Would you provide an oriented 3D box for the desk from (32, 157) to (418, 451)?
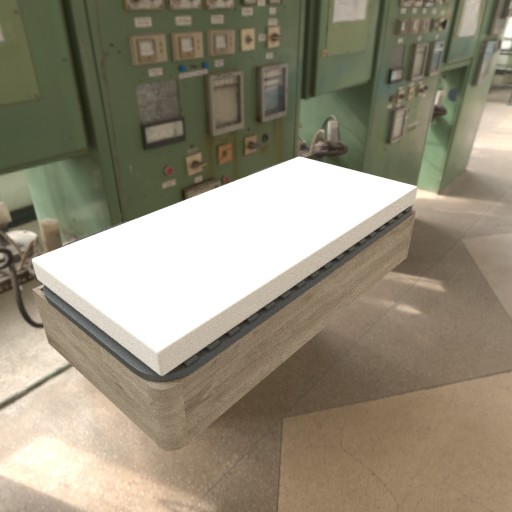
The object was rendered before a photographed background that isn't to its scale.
[{"bbox_3d":[0.000,0.000,2.297,0.900,0.455,1.900,24,38,35],"label":"desk"}]
